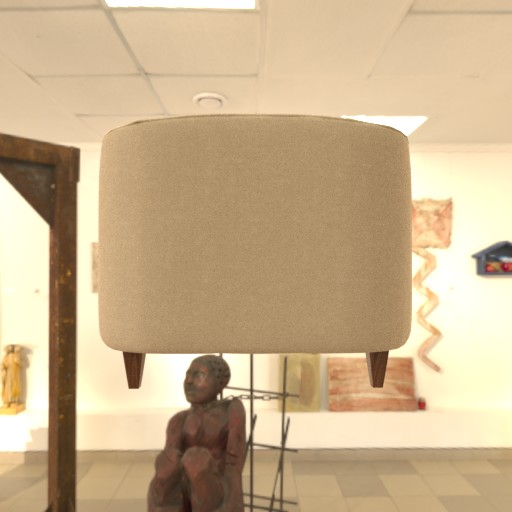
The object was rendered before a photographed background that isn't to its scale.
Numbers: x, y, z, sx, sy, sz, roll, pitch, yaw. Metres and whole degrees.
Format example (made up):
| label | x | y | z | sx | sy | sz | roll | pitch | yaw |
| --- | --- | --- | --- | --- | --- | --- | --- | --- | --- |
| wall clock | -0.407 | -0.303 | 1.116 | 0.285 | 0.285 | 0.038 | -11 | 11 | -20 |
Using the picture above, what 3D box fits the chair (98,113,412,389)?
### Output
| label | x | y | z | sx | sy | sz | roll | pitch | yaw |
| --- | --- | --- | --- | --- | --- | --- | --- | --- | --- |
| chair | 0.000 | 0.000 | 1.786 | 1.104 | 0.852 | 0.941 | 0 | -1 | -1 |
